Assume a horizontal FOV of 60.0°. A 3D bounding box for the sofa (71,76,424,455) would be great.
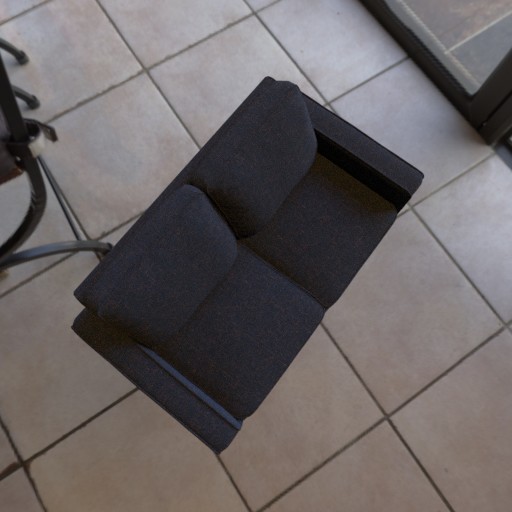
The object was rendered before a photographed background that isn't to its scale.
[{"bbox_3d":[0.000,0.000,2.314,0.947,0.918,1.709,37,78,9],"label":"sofa"}]
